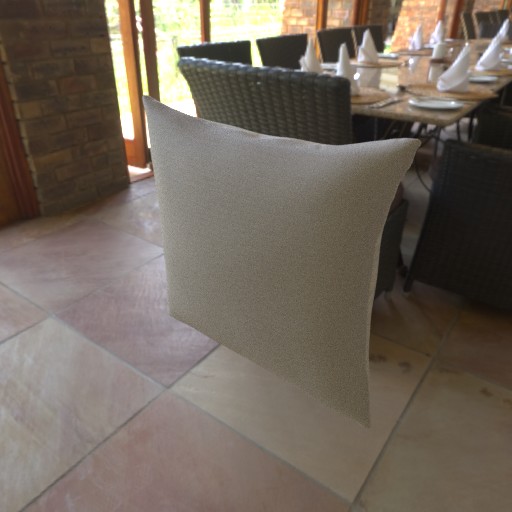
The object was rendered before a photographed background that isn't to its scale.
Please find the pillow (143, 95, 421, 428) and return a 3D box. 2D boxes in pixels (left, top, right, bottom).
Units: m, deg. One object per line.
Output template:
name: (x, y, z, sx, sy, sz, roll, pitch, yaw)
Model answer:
pillow: (0.000, 0.000, 0.780, 0.512, 0.497, 0.204, 22, 36, 33)
